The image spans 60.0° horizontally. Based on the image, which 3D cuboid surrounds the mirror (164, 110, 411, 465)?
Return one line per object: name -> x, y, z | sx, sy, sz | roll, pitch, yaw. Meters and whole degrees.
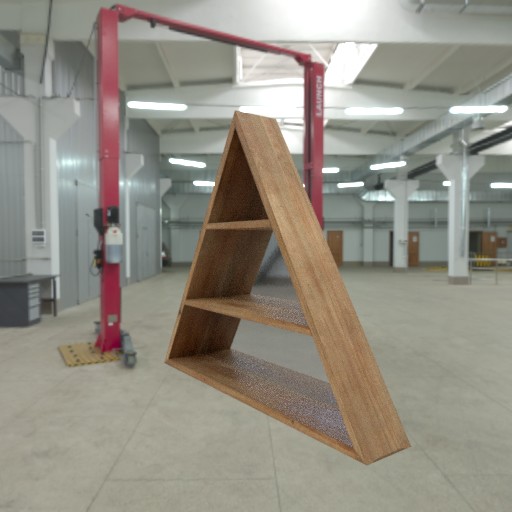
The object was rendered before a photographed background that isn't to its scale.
mirror -> 0.000, 0.000, 0.868 | 0.100, 0.548, 0.631 | -1, 2, -37
